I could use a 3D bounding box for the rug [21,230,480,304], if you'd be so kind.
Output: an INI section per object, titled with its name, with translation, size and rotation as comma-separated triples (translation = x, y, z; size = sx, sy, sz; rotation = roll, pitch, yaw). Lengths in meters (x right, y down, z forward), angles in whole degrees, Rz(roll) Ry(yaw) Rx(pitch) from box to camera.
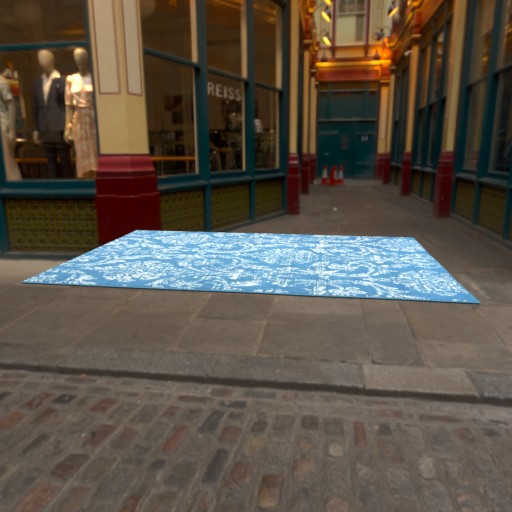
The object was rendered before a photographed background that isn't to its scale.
[rug]
translation = 0.000, 0.000, 2.328
size = 1.833, 0.012, 1.211
rotation = 2, 14, 8
